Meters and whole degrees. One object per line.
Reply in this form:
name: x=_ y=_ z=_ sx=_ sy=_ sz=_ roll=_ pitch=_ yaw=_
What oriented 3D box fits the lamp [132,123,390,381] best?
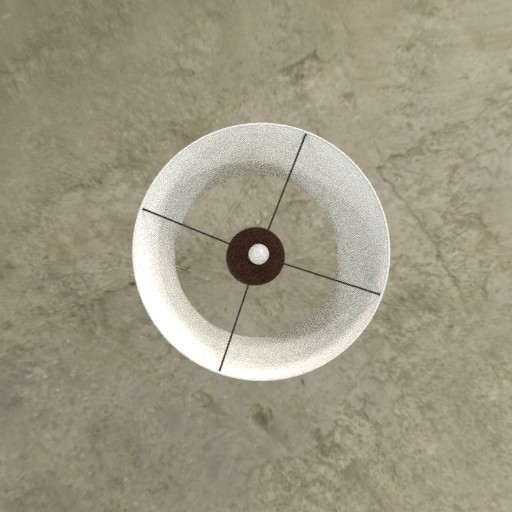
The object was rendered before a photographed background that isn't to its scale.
lamp: x=0.000 y=0.000 z=0.585 sx=0.208 sy=0.455 sz=0.208 roll=0 pitch=89 yaw=-1
